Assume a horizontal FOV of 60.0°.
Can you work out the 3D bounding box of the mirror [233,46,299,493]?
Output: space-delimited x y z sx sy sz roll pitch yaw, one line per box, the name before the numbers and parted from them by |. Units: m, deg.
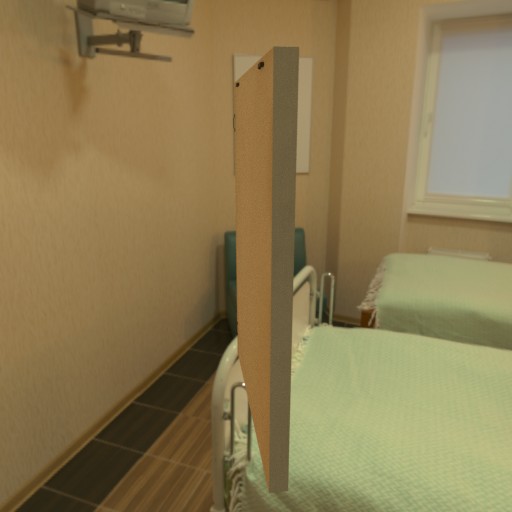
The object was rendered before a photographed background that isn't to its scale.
mirror | 0.000 0.000 0.912 0.039 0.710 0.507 -2 16 -8
